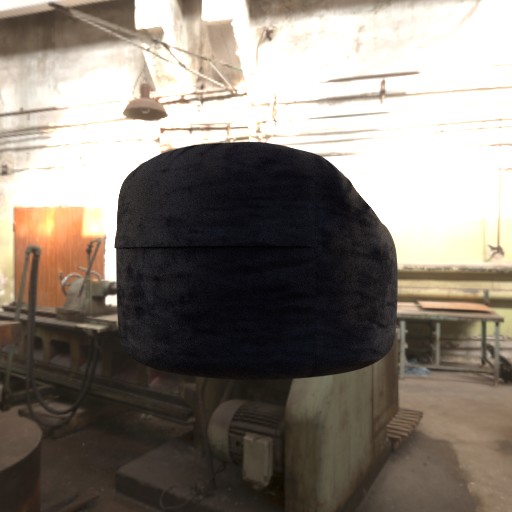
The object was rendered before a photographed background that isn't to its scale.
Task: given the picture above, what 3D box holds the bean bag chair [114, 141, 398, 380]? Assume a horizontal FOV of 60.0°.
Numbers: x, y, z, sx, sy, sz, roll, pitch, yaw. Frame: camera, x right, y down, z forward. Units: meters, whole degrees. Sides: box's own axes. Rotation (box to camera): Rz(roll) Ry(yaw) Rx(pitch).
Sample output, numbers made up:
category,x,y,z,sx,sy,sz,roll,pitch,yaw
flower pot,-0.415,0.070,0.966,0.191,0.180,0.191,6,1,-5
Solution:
category,x,y,z,sx,sy,sz,roll,pitch,yaw
bean bag chair,0.000,0.000,1.500,0.918,0.616,0.918,0,0,0
